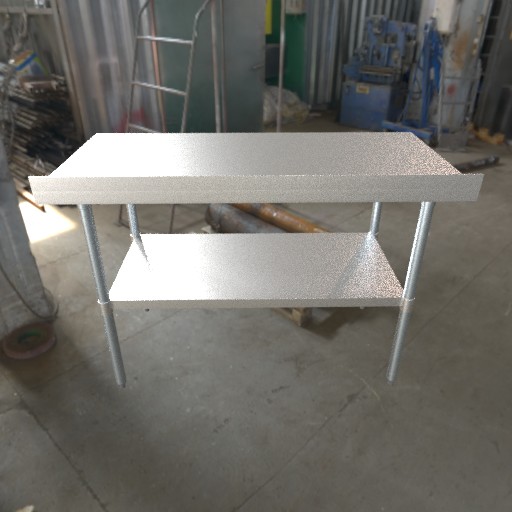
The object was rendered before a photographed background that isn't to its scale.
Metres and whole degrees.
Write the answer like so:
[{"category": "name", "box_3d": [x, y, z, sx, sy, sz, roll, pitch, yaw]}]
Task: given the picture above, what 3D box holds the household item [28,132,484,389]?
[{"category": "household item", "box_3d": [0.000, 0.000, 1.662, 1.219, 0.851, 0.610, -1, 30, -1]}]
